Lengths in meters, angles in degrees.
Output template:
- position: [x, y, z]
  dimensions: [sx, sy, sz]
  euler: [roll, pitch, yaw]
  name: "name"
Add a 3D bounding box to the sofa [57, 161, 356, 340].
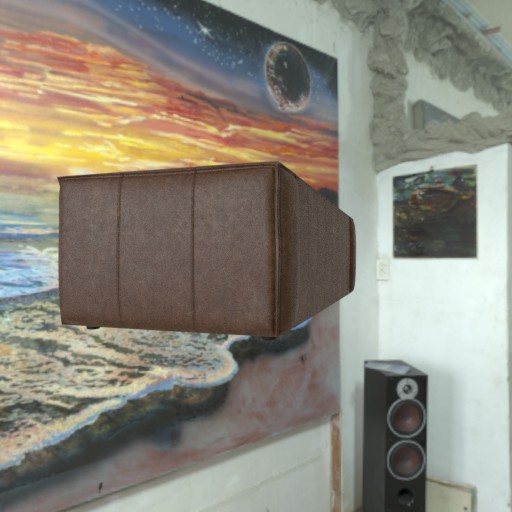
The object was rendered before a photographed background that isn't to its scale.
- position: [0.000, 0.000, 3.008]
  dimensions: [1.102, 0.701, 2.581]
  euler: [0, 0, 19]
  name: "sofa"
